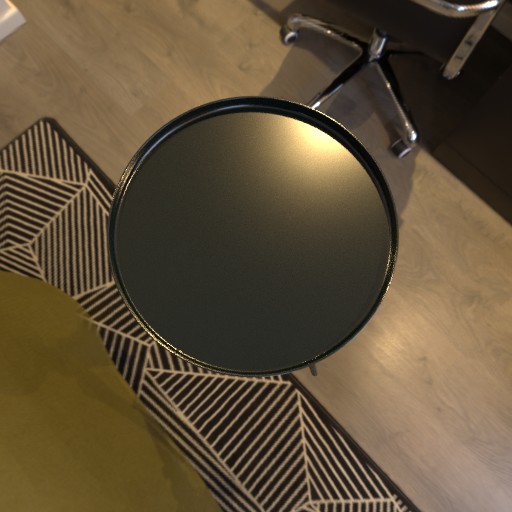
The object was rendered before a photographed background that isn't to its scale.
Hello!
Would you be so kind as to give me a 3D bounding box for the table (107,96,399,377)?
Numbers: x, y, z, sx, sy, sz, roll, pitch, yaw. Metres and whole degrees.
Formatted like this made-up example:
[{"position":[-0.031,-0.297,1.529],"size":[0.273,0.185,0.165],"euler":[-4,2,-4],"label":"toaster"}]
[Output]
[{"position":[0.000,0.000,0.832],"size":[0.403,0.548,0.415],"euler":[15,78,3],"label":"table"}]
